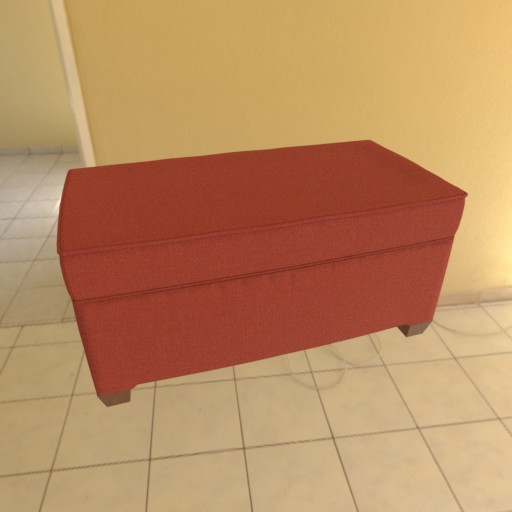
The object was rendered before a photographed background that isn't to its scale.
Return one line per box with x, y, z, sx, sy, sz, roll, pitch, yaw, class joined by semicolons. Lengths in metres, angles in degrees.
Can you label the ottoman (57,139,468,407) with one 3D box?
0.000;0.000;1.241;0.948;0.454;0.497;-9;32;-15;ottoman
